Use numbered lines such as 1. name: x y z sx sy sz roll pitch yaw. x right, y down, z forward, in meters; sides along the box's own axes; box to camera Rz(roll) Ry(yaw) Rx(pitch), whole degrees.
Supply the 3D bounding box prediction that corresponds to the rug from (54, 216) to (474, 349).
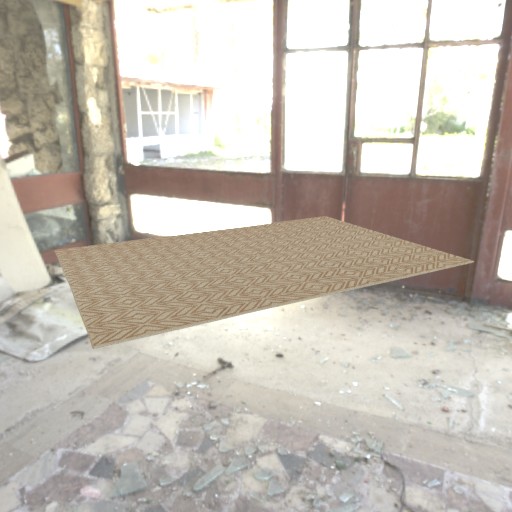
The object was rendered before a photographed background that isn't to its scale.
1. rug: 0.000 0.000 2.312 1.828 0.007 1.220 -9 19 -27
